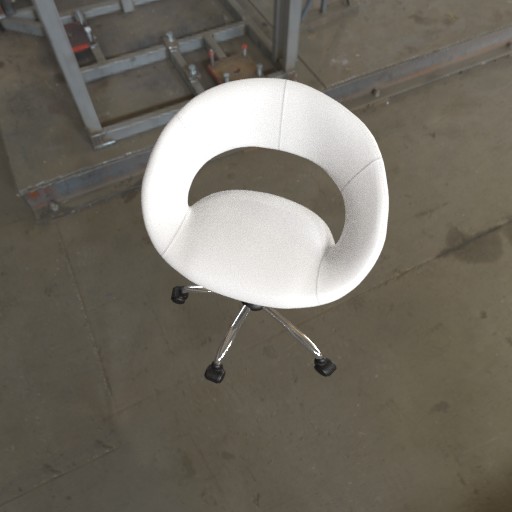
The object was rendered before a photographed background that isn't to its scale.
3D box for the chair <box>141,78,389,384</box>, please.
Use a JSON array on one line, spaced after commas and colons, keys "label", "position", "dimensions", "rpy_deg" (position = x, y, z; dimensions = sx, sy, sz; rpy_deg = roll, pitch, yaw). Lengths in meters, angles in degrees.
[{"label": "chair", "position": [0.000, 0.000, 1.201], "dimensions": [0.612, 0.791, 0.538], "rpy_deg": [16, 60, 9]}]
